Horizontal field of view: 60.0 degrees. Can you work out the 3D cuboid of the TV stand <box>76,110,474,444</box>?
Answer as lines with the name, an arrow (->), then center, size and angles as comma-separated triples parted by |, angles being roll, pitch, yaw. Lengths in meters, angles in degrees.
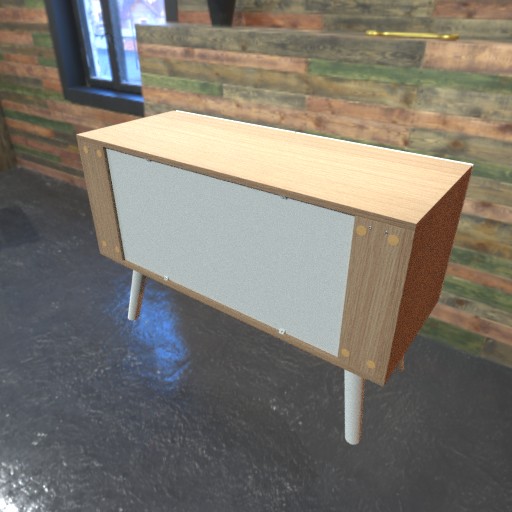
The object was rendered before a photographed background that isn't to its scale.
TV stand -> 0.000, 0.000, 1.333 | 0.991, 0.660, 0.407 | 20, 36, 31
